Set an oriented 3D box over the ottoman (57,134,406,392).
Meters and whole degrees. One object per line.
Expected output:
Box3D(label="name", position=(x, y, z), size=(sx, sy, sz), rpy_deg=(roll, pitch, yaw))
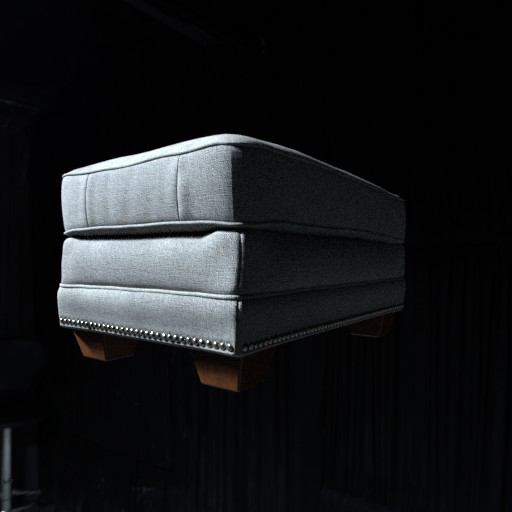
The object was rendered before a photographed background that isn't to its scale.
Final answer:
Box3D(label="ottoman", position=(0.000, 0.000, 1.156), size=(0.561, 0.457, 0.813), rpy_deg=(0, 0, 36))
